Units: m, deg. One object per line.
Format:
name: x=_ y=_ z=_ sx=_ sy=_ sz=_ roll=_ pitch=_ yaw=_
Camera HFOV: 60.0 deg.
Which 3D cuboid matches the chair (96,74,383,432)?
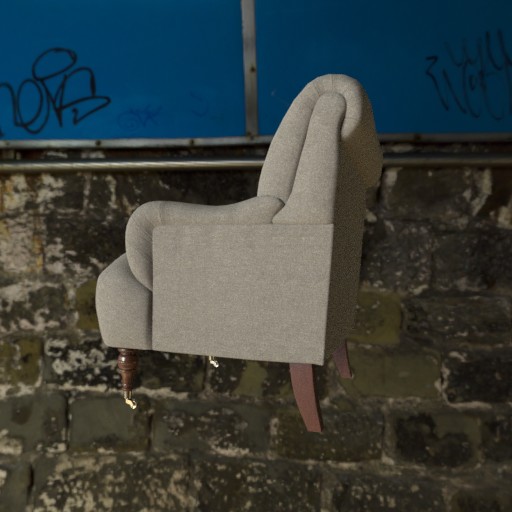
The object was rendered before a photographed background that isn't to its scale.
chair: x=0.000 y=0.000 z=1.566 sx=0.843 sy=0.942 sz=0.766 roll=-1 pitch=-2 yaw=19
